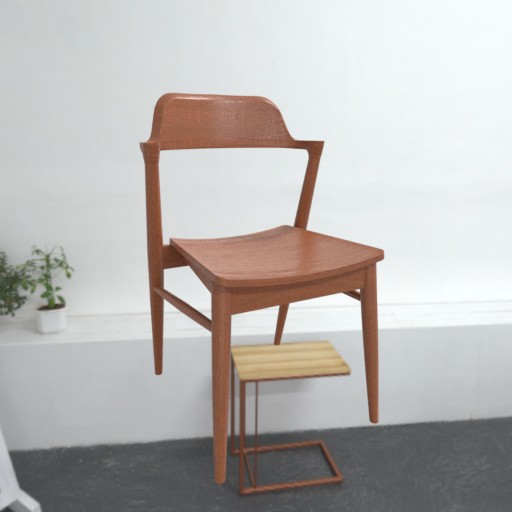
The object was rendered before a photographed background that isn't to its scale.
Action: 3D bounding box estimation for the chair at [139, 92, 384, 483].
[{"bbox_3d":[0.000,0.000,1.118,0.496,0.801,0.499,-8,18,-27],"label":"chair"}]
